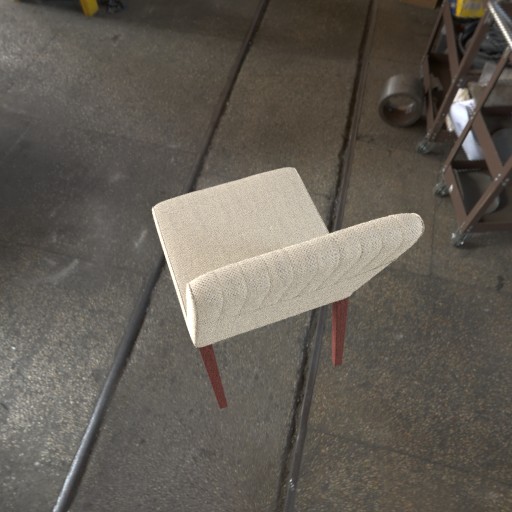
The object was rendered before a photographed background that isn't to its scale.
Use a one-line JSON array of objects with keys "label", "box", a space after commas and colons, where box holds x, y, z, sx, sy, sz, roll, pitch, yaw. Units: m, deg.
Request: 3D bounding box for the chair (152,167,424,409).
[{"label": "chair", "box": [0.000, 0.000, 1.234, 0.480, 0.900, 0.594, -17, 61, -10]}]
